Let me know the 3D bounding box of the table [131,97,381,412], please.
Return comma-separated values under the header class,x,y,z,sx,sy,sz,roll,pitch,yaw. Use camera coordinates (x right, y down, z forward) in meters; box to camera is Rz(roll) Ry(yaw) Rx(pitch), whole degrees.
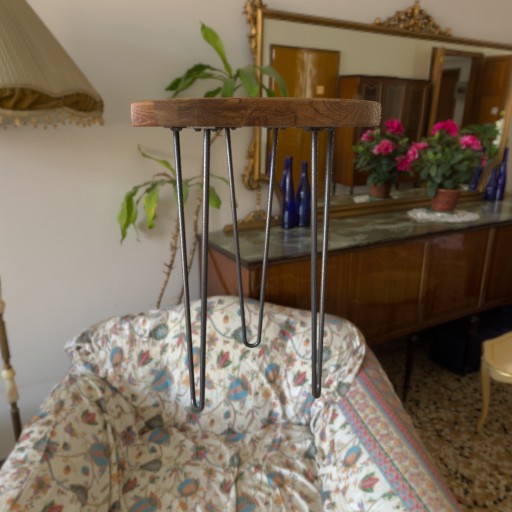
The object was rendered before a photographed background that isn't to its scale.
class,x,y,z,sx,sy,sz,roll,pitch,yaw
table,0.000,0.000,0.804,0.400,0.520,0.400,0,16,0
